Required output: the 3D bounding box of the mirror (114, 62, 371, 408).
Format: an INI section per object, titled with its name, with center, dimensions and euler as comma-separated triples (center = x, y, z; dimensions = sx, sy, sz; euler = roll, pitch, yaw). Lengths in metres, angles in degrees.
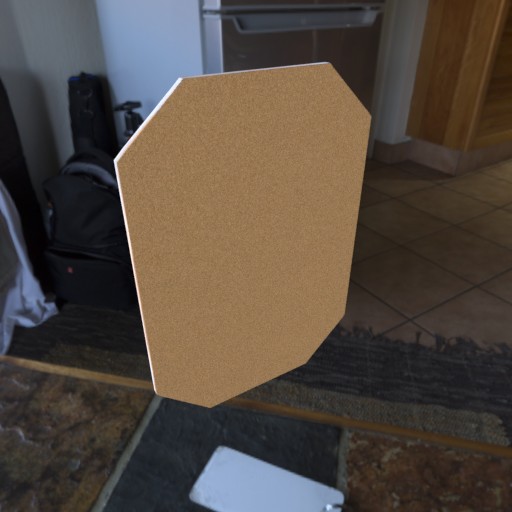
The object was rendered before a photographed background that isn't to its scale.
[mirror]
center = 0.000, 0.000, 1.285
dimensions = 0.709, 1.015, 0.061
euler = -18, 36, -26
